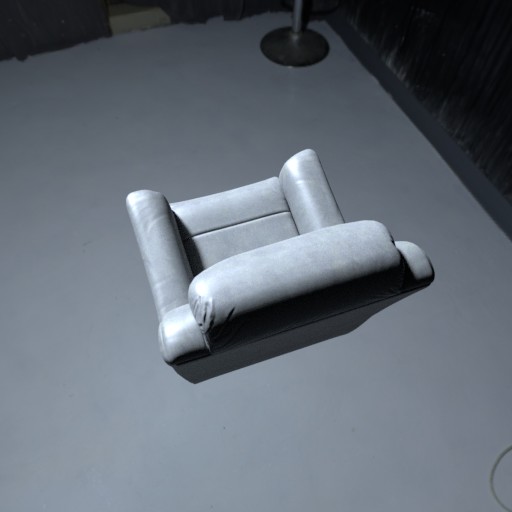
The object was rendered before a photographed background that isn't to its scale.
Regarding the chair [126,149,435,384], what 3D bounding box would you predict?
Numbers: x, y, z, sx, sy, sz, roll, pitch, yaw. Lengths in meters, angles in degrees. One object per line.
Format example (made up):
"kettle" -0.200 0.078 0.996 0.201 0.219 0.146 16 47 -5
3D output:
"chair" 0.000 0.000 1.931 0.967 1.116 1.068 -16 59 -10
